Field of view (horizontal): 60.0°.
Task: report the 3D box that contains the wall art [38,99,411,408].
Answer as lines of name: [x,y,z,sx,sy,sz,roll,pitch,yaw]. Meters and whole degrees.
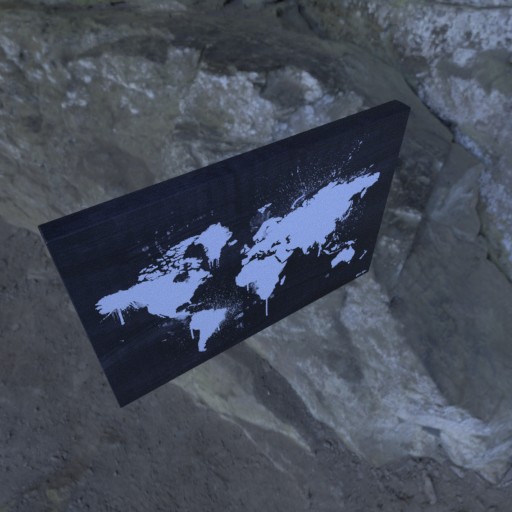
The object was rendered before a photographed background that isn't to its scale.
wall art: [0.000,0.000,0.786,0.610,0.409,0.038,-25,50,-23]
